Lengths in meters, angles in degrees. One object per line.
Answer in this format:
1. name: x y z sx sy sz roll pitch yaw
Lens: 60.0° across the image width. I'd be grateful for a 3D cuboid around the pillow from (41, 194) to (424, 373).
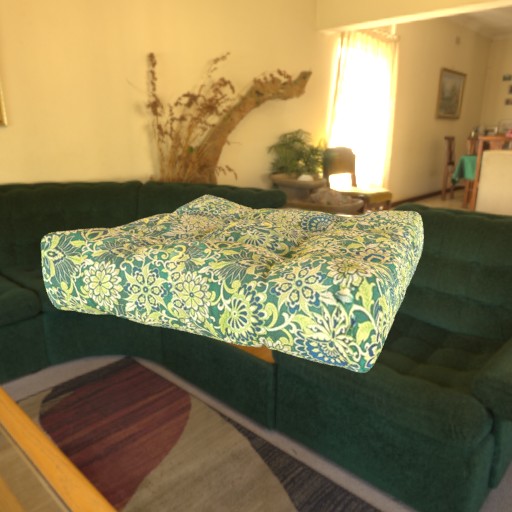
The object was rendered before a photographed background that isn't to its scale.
1. pillow: 0.000 0.000 0.736 0.490 0.128 0.468 7 18 24
